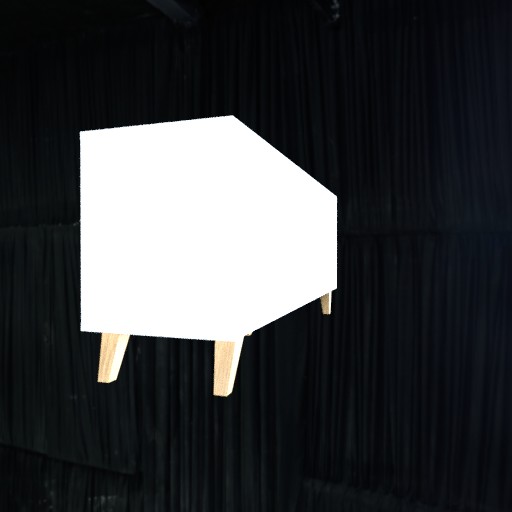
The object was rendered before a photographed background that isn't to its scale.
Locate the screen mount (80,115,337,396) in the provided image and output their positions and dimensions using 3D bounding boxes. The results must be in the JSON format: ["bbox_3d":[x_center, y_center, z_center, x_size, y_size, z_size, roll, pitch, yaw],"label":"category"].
[{"bbox_3d":[0.000,0.000,1.725,0.400,0.619,1.490,0,1,19],"label":"screen mount"}]
